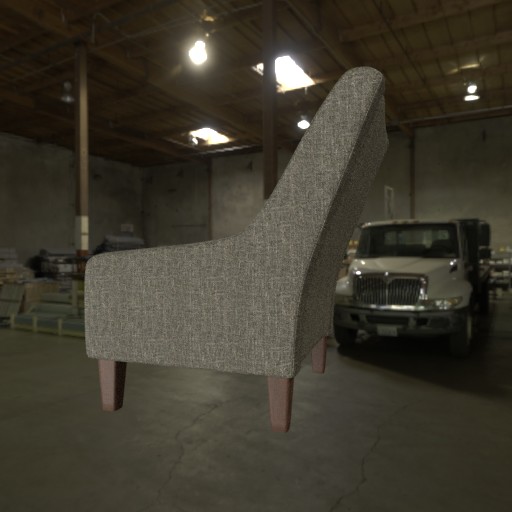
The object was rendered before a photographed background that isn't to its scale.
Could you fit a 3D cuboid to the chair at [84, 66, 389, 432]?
[{"bbox_3d":[0.000,0.000,1.661,0.944,1.012,0.793,0,0,18],"label":"chair"}]
